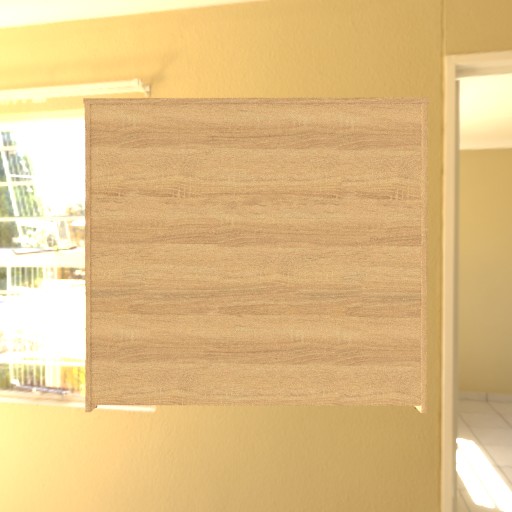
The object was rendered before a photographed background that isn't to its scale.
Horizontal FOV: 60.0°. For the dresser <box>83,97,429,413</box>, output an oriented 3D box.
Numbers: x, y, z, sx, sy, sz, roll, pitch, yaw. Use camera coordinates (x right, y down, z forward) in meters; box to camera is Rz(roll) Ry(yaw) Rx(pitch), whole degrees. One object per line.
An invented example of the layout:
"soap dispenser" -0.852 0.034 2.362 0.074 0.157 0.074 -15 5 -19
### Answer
"dresser" 0.000 0.000 1.450 0.980 0.900 0.380 0 0 0
